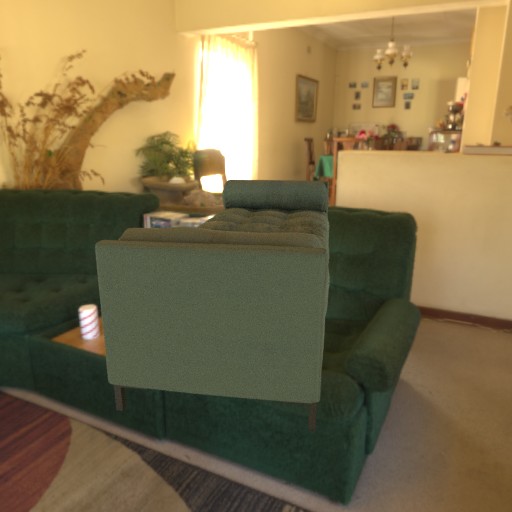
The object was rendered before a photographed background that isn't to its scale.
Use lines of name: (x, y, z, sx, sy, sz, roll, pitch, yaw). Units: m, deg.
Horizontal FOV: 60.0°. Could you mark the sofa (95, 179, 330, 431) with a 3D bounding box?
sofa: (0.000, 0.000, 2.499, 0.817, 0.681, 2.130, 3, 16, 9)
